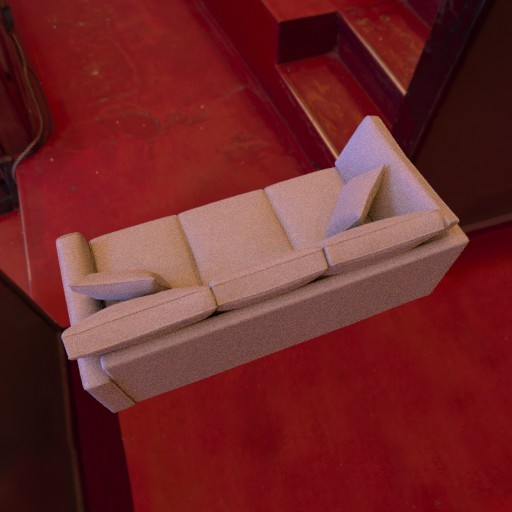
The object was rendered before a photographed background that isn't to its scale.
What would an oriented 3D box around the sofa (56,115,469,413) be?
[{"bbox_3d":[0.000,0.000,2.873,2.317,0.962,1.061,-18,60,-11],"label":"sofa"}]
